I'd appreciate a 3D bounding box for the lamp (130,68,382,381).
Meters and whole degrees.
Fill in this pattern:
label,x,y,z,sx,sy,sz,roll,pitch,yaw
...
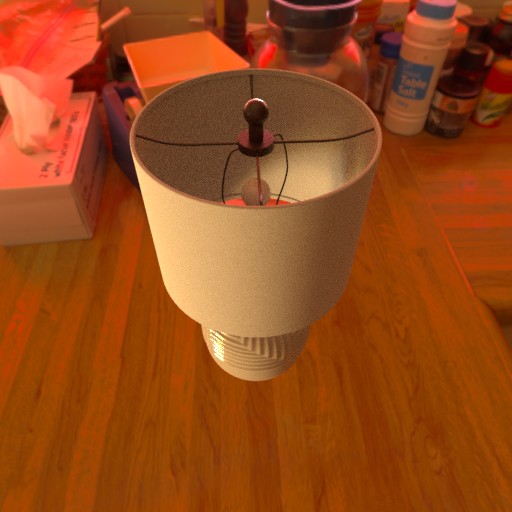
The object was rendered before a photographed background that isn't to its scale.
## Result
label,x,y,z,sx,sy,sz,roll,pitch,yaw
lamp,0.000,0.000,0.751,0.318,0.567,0.318,0,48,0
